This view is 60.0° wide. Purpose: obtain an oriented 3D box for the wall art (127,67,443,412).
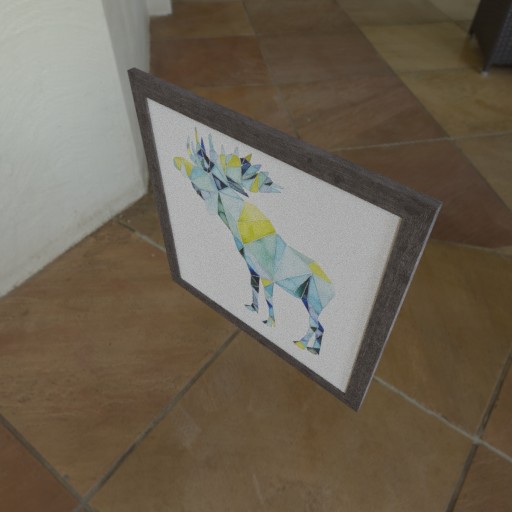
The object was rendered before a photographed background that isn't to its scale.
[{"bbox_3d":[0.000,0.000,0.689,0.457,0.457,0.013,31,54,26],"label":"wall art"}]
